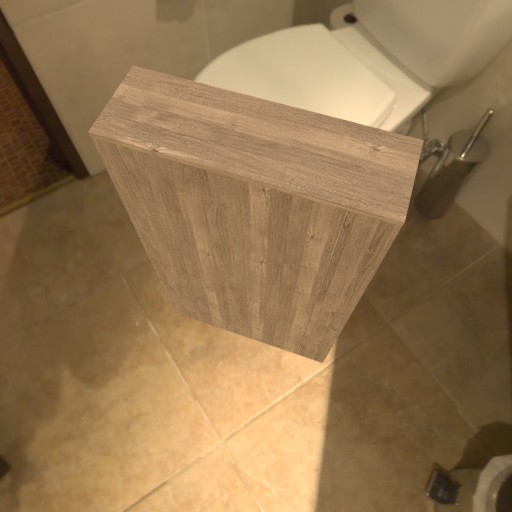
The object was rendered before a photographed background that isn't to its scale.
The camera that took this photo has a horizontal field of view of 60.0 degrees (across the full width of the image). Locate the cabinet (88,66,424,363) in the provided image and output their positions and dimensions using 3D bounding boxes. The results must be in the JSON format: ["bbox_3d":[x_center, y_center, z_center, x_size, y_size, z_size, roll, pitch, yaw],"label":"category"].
[{"bbox_3d":[0.000,0.000,1.613,0.750,1.280,0.250,17,65,8],"label":"cabinet"}]
